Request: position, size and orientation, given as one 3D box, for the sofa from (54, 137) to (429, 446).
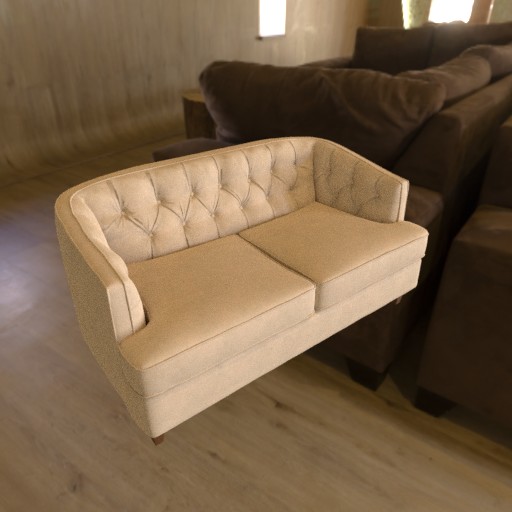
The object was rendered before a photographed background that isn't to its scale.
[{"bbox_3d":[0.000,0.000,2.270,1.731,0.878,0.940,-21,36,-33],"label":"sofa"}]
